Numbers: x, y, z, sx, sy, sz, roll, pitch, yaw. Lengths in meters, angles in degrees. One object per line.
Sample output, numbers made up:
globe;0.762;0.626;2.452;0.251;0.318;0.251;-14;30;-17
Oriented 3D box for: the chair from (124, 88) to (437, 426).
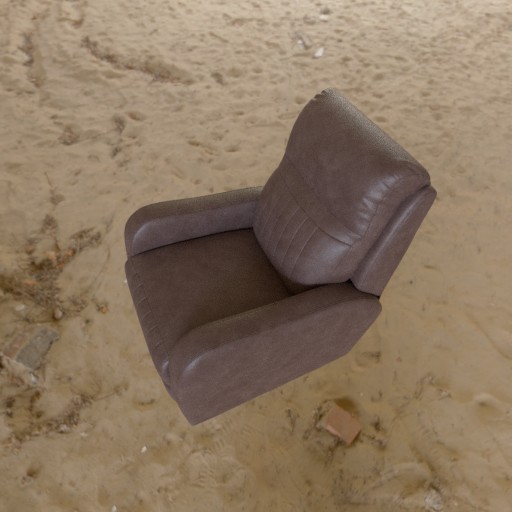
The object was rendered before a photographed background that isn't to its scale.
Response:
chair;0.000;0.000;1.875;1.067;1.067;0.865;-18;50;-16
